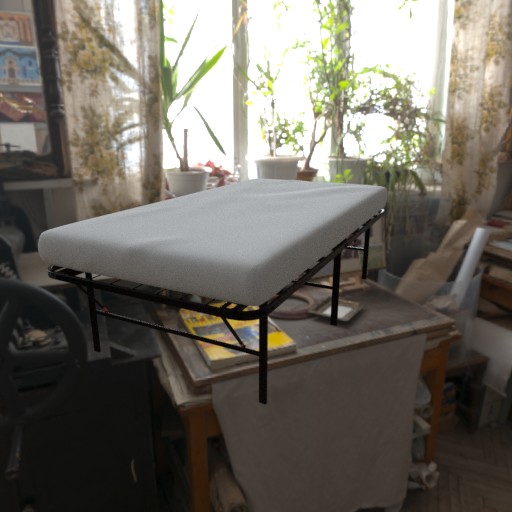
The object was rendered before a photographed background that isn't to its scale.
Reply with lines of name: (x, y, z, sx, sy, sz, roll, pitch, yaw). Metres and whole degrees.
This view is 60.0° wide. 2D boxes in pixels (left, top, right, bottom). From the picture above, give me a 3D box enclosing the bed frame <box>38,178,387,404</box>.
bed frame: (0.000, 0.000, 2.392, 0.989, 0.619, 1.903, 9, 19, 26)
